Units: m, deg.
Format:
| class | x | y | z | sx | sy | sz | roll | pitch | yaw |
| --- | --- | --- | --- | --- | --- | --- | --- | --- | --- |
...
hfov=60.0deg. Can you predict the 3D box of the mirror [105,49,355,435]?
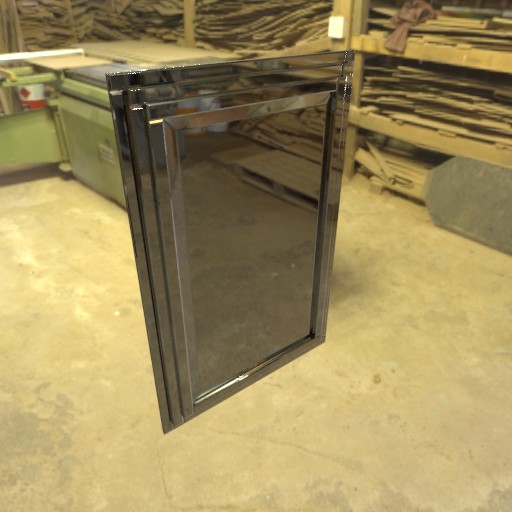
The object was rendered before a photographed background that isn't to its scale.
| class | x | y | z | sx | sy | sz | roll | pitch | yaw |
| --- | --- | --- | --- | --- | --- | --- | --- | --- | --- |
| mirror | 0.000 | 0.000 | 1.123 | 0.613 | 0.914 | 0.039 | -21 | 37 | -32 |
